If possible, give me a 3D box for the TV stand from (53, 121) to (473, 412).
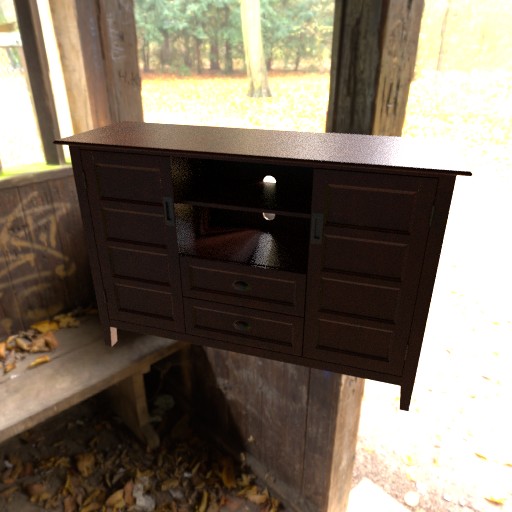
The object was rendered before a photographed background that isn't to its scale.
[{"bbox_3d":[0.000,0.000,1.773,1.372,0.915,0.445,8,27,16],"label":"TV stand"}]
